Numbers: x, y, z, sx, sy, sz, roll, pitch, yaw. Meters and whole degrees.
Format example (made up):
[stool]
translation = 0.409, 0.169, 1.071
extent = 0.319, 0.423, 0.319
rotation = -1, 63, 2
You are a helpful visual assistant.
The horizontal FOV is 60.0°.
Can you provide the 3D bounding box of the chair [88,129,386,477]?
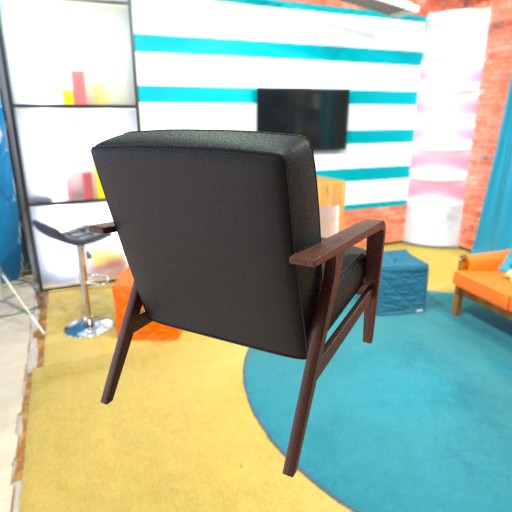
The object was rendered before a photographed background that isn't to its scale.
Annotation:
[chair]
translation = 0.000, 0.000, 1.545
extent = 0.719, 0.861, 0.889
rotation = 9, 19, 26
